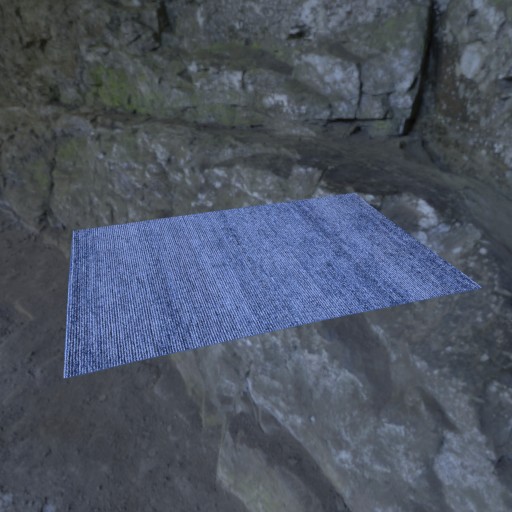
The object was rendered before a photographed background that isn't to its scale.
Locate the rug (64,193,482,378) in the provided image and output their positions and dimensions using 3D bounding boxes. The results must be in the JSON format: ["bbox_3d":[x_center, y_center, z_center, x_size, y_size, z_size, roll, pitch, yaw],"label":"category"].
[{"bbox_3d":[0.000,0.000,2.186,1.740,0.010,1.135,-9,32,-15],"label":"rug"}]
